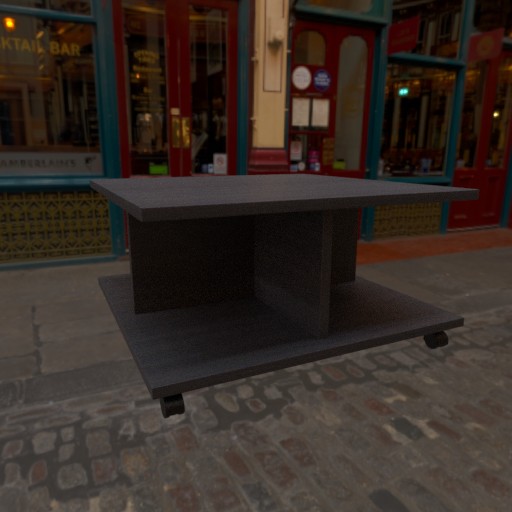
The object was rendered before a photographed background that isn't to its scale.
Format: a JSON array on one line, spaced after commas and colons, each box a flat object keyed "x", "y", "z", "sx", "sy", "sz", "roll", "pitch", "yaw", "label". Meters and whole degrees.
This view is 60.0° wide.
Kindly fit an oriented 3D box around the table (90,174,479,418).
[{"x": 0.000, "y": 0.000, "z": 1.227, "sx": 0.762, "sy": 0.396, "sz": 0.762, "roll": -6, "pitch": 15, "yaw": -25, "label": "table"}]
